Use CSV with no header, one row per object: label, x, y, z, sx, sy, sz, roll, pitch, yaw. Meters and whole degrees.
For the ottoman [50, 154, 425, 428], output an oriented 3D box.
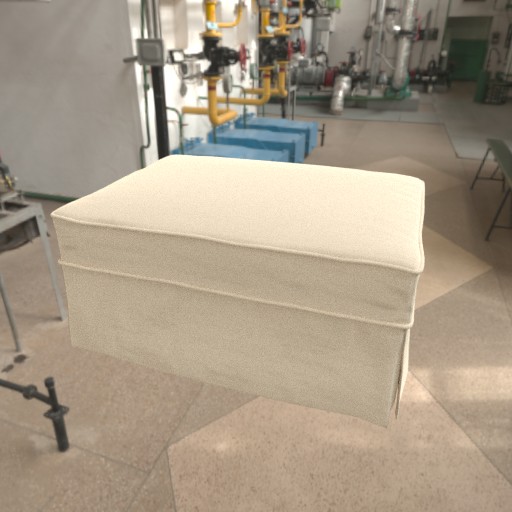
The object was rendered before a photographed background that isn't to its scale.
ottoman,0.000,0.000,1.337,0.944,0.479,0.703,9,28,17
